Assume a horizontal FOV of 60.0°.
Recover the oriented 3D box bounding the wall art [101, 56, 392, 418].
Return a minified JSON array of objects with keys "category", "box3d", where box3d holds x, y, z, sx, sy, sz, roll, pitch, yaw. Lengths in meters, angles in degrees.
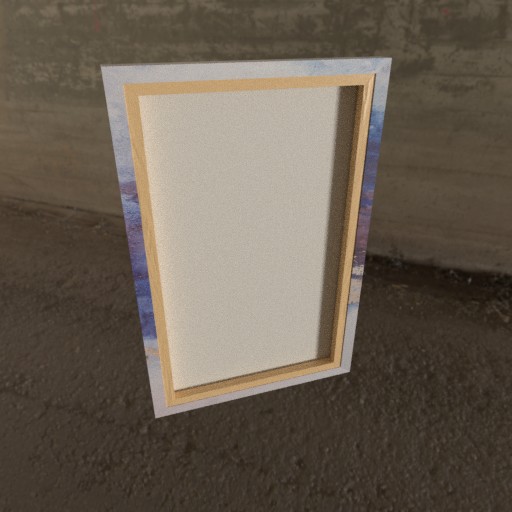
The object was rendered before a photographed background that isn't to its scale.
[{"category":"wall art","box3d":[0.000,0.000,1.081,0.583,0.874,0.048,-9,30,-15]}]
